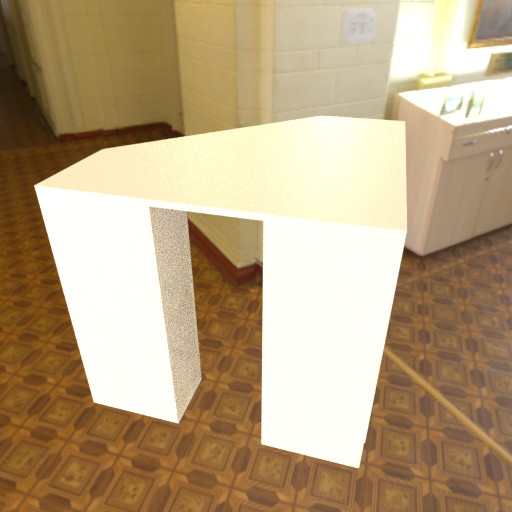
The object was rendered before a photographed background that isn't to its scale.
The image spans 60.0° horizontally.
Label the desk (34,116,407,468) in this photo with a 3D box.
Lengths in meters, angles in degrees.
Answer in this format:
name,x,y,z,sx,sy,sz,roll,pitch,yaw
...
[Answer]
name,x,y,z,sx,sy,sz,roll,pitch,yaw
desk,0.000,0.000,1.637,0.926,0.818,0.940,8,32,14
